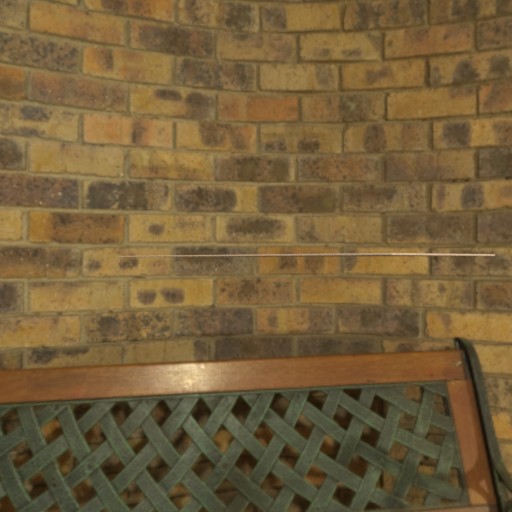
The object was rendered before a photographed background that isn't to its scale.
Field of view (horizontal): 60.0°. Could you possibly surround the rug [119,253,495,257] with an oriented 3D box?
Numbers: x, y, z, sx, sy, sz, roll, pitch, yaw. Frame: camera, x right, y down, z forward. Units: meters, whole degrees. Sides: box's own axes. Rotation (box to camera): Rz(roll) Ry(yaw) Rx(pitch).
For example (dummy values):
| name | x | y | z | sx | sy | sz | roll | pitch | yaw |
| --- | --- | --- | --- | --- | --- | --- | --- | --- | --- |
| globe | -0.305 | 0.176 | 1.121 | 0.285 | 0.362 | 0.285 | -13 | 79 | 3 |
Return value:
| name | x | y | z | sx | sy | sz | roll | pitch | yaw |
| --- | --- | --- | --- | --- | --- | --- | --- | --- | --- |
| rug | 0.000 | 0.000 | 2.675 | 0.762 | 0.008 | 2.439 | 0 | 0 | -38 |
